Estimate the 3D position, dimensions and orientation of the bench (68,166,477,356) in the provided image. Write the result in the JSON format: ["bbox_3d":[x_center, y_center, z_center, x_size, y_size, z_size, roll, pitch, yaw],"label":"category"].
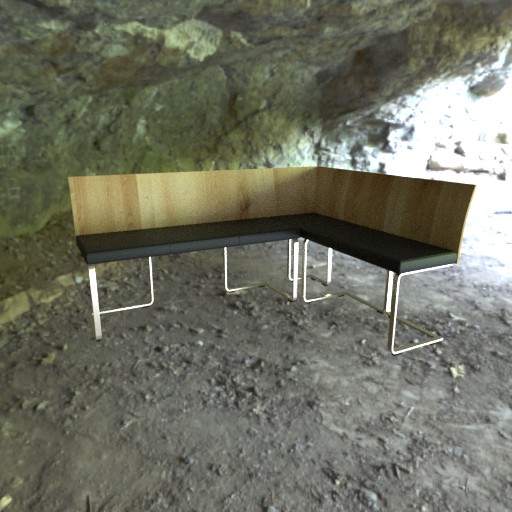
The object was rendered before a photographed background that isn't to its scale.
[{"bbox_3d":[0.000,0.000,2.751,1.945,0.930,1.495,-8,18,-26],"label":"bench"}]
